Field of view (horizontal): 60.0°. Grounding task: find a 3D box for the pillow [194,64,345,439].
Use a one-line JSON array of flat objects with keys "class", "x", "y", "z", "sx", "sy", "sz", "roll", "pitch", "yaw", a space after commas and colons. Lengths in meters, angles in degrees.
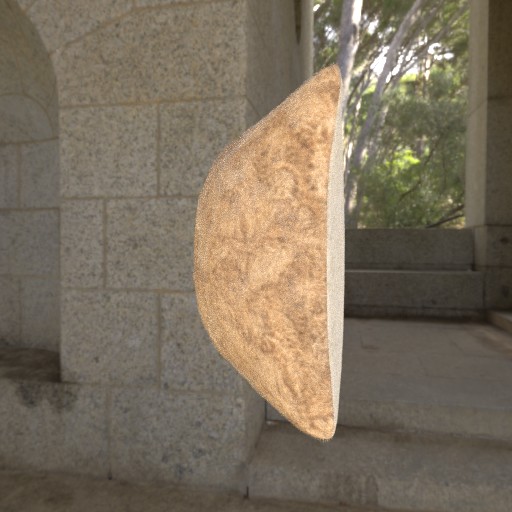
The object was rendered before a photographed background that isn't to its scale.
[{"class": "pillow", "x": 0.000, "y": 0.000, "z": 0.820, "sx": 0.216, "sy": 0.525, "sz": 0.538, "roll": 0, "pitch": 2, "yaw": -18}]
